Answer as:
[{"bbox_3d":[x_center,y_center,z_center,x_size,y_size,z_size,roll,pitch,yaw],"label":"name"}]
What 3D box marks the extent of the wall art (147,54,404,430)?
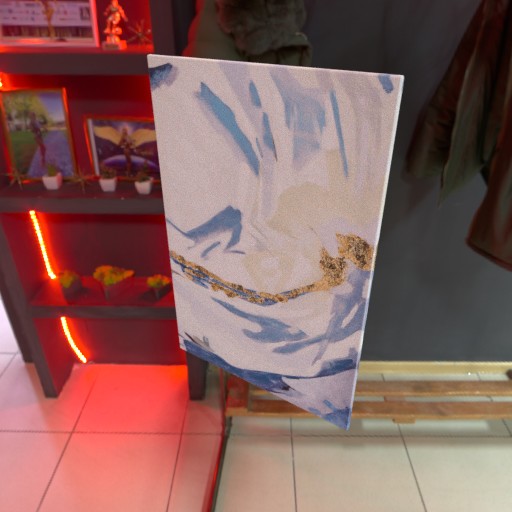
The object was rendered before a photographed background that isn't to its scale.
[{"bbox_3d":[0.000,0.000,1.138,0.610,0.914,0.016,18,35,28],"label":"wall art"}]
